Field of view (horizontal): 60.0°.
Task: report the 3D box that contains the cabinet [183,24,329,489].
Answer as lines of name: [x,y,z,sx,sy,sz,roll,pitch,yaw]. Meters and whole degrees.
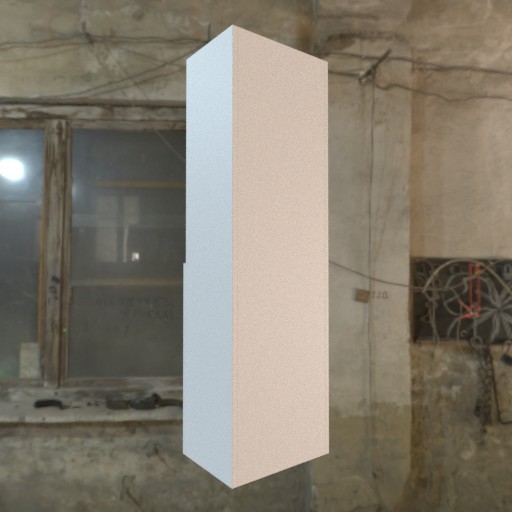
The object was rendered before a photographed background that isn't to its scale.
cabinet: [0.000,0.000,1.528,0.400,1.350,0.300,1,-1,-37]
